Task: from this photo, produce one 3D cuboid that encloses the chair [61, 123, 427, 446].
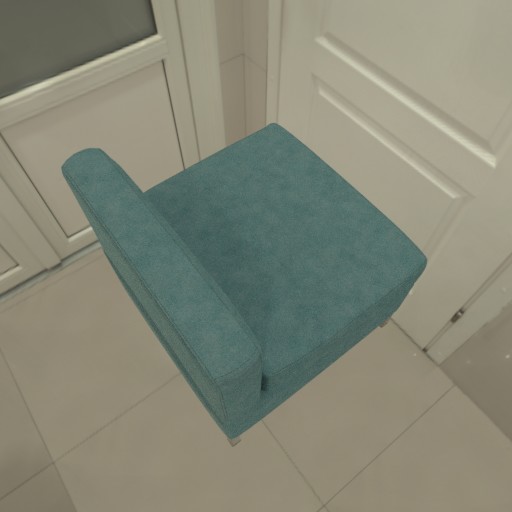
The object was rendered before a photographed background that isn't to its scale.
[{"bbox_3d":[0.000,0.000,1.262,0.685,0.660,0.684,-33,64,-18],"label":"chair"}]
